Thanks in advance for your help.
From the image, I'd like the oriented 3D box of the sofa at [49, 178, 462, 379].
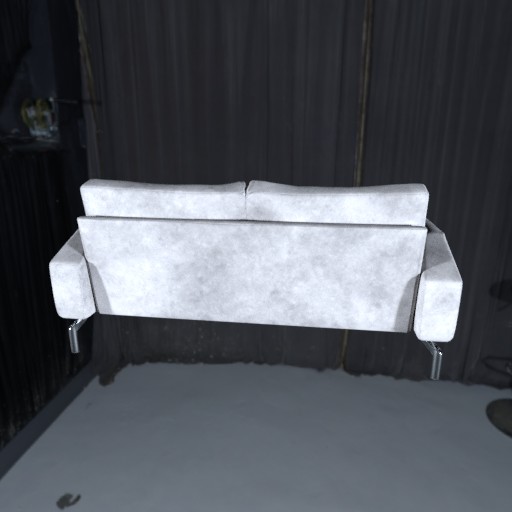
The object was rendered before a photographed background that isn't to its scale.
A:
[{"bbox_3d":[0.000,0.000,2.345,1.837,0.859,0.849,2,17,8],"label":"sofa"}]
